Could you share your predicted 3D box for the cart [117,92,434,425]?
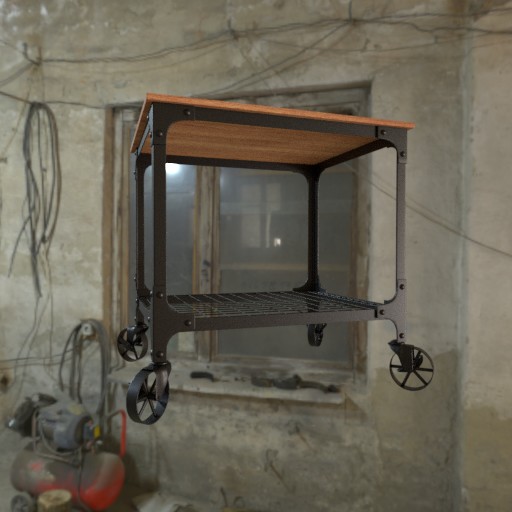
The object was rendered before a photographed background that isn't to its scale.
[{"bbox_3d":[0.000,0.000,1.132,0.666,0.603,0.558,0,1,-19],"label":"cart"}]
